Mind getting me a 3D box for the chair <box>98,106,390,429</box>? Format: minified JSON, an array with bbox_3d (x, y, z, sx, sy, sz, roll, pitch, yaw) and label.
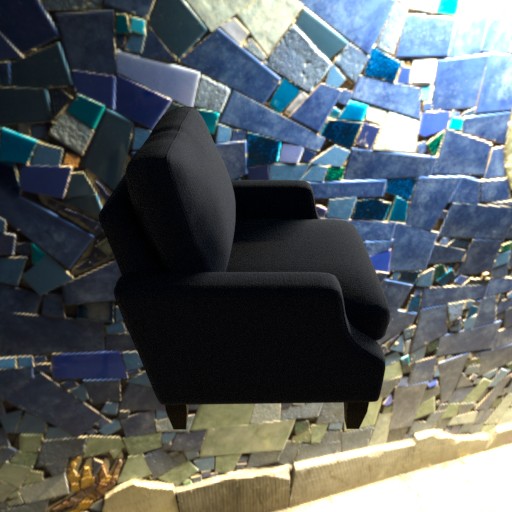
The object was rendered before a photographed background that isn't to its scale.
[{"bbox_3d":[0.000,0.000,1.683,0.897,0.991,0.855,0,31,0],"label":"chair"}]
